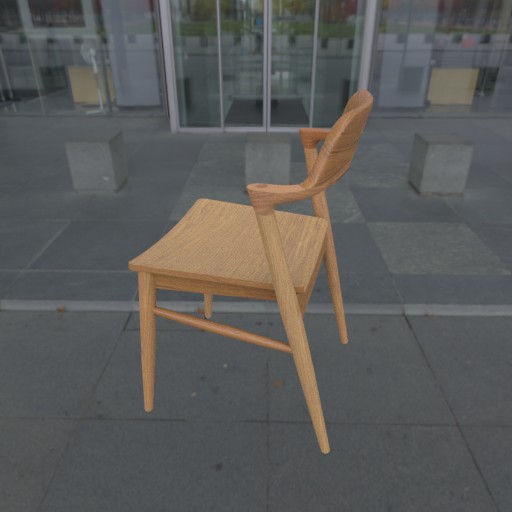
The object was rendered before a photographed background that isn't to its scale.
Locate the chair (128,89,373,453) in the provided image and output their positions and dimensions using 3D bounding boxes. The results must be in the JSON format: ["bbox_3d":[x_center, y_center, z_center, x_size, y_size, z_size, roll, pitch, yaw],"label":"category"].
[{"bbox_3d":[0.000,0.000,1.137,0.499,0.792,0.512,8,30,14],"label":"chair"}]
